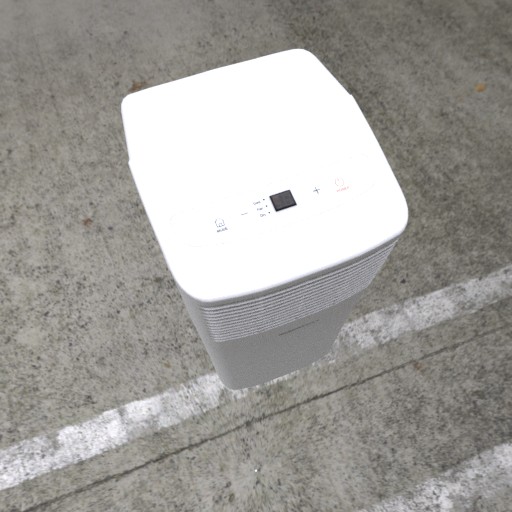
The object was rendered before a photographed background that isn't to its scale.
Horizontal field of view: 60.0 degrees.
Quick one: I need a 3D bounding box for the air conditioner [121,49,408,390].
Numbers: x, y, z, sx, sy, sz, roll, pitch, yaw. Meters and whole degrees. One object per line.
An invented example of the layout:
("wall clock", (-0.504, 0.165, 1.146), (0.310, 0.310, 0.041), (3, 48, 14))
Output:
("air conditioner", (0.000, 0.000, 0.816), (0.304, 0.606, 0.349), (-19, 66, -9))
